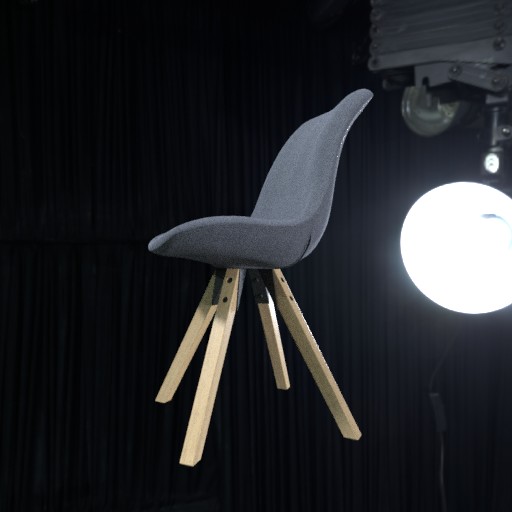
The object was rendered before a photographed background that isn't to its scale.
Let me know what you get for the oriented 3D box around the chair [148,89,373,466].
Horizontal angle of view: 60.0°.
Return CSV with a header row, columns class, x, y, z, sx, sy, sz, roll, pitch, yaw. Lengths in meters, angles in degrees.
class,x,y,z,sx,sy,sz,roll,pitch,yaw
chair,0.000,0.000,1.172,0.550,0.850,0.485,0,0,-20
